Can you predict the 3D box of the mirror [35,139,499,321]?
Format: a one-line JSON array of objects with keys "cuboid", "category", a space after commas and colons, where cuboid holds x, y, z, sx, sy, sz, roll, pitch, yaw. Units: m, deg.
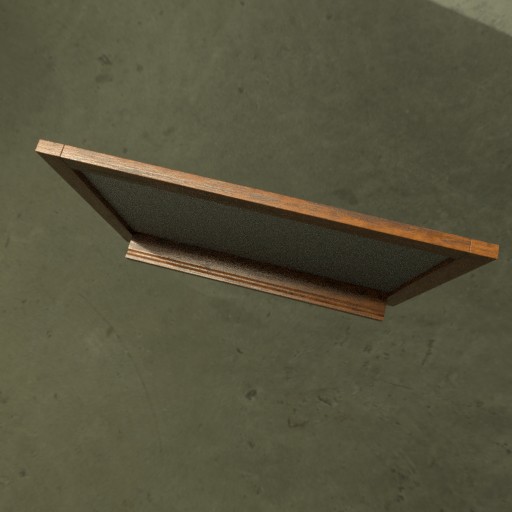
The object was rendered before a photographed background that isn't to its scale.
[{"cuboid": [0.000, 0.000, 0.960, 0.758, 0.537, 0.084, 14, 76, 3], "category": "mirror"}]
